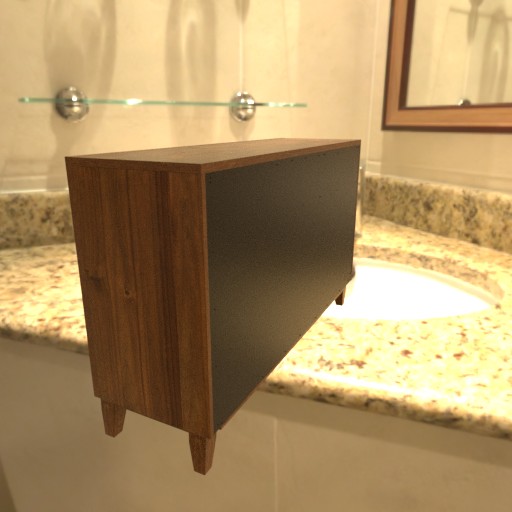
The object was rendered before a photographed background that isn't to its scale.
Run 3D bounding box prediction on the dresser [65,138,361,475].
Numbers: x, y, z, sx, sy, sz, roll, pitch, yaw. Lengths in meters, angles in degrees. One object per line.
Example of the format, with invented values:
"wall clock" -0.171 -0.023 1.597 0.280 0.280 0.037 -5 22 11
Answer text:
"dresser" 0.000 0.000 1.800 0.446 0.873 1.400 9 19 26
